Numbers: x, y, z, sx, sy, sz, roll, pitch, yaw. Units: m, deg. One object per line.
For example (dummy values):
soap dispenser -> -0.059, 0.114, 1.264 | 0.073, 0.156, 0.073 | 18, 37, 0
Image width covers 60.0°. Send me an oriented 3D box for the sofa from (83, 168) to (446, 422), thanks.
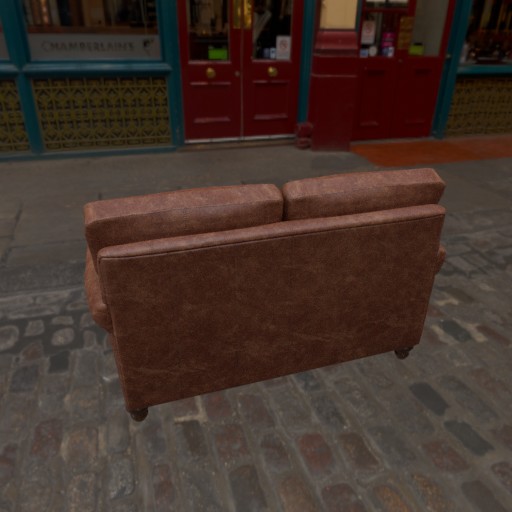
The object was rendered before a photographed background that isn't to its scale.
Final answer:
sofa -> 0.000, 0.000, 2.257 | 1.616, 0.967, 0.990 | -8, 28, -16
